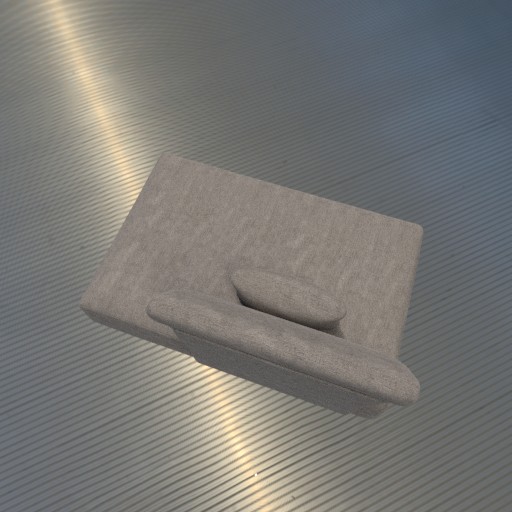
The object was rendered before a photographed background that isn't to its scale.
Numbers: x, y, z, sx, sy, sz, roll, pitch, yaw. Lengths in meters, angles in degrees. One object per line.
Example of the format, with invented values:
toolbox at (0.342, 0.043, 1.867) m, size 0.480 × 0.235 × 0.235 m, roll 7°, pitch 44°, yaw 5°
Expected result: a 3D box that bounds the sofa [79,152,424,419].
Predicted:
sofa at (0.000, 0.000, 1.981) m, size 1.450 × 0.820 × 1.002 m, roll 17°, pitch 65°, yaw 8°
